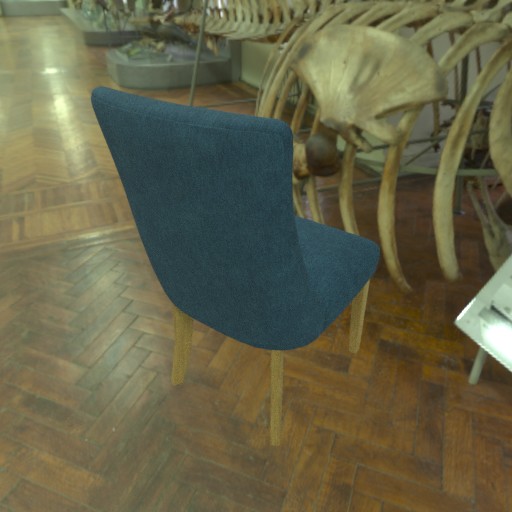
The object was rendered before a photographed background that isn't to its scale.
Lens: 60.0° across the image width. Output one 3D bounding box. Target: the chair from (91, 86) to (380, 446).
[{"bbox_3d":[0.000,0.000,1.195,0.495,0.902,0.609,21,38,30],"label":"chair"}]
